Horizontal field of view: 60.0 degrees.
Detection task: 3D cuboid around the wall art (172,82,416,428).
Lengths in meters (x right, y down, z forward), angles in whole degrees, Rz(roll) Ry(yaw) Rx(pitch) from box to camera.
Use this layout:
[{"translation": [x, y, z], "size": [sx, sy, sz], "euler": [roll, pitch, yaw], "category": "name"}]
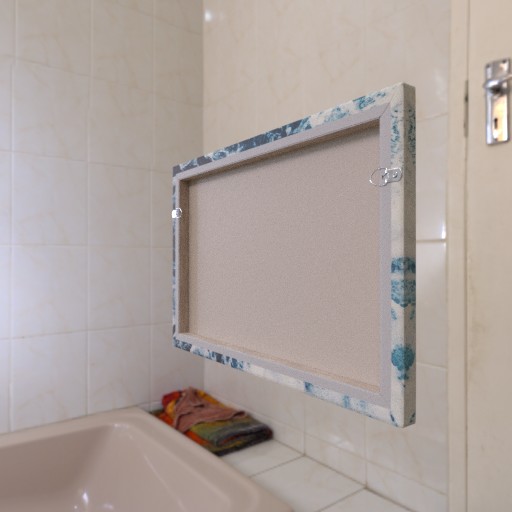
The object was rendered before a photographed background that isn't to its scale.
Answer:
[{"translation": [0.000, 0.000, 1.153], "size": [0.042, 0.610, 0.915], "euler": [0, 0, -36], "category": "wall art"}]
